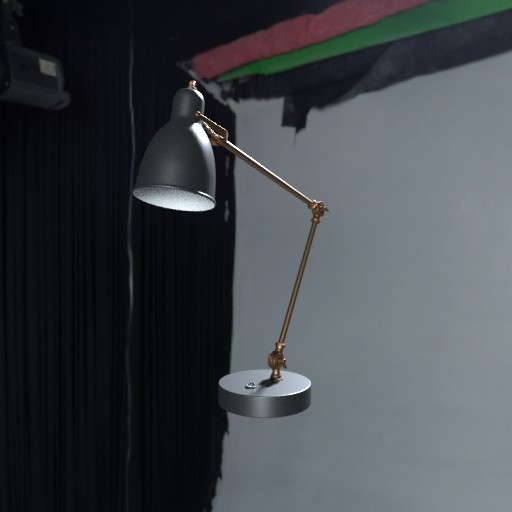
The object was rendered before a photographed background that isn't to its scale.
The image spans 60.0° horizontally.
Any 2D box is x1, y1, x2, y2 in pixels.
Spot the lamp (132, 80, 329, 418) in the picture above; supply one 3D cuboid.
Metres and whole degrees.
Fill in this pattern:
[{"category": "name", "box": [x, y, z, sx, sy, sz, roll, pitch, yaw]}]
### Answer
[{"category": "lamp", "box": [0.000, 0.000, 0.869, 0.187, 0.587, 0.561, 0, 1, 36]}]
